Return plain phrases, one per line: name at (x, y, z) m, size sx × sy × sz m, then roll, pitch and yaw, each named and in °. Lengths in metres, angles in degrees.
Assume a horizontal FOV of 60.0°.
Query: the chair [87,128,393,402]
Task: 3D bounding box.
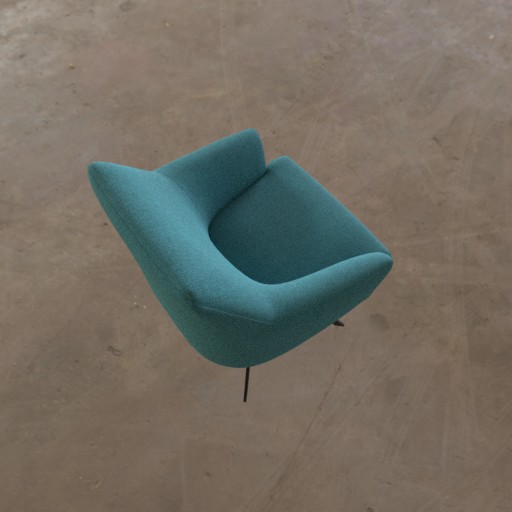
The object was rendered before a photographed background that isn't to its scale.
chair at (0.000, 0.000, 1.359) m, size 0.677 × 0.874 × 0.642 m, roll -33°, pitch 64°, yaw -18°
